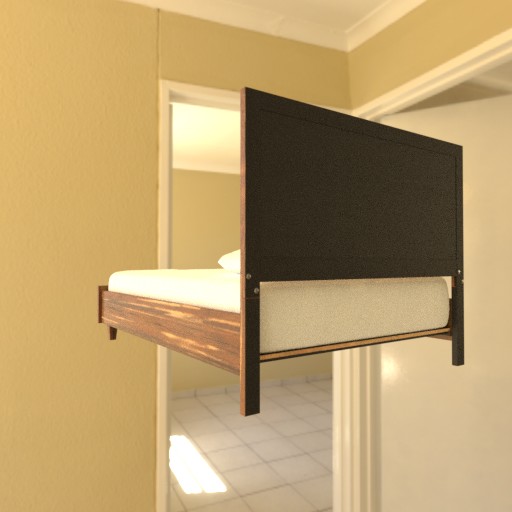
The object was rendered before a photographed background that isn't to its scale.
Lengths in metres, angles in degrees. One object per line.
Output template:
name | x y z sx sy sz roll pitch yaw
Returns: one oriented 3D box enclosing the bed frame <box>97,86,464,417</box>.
bed frame | 0.000 0.000 3.314 1.696 1.417 2.276 1 -1 -35
